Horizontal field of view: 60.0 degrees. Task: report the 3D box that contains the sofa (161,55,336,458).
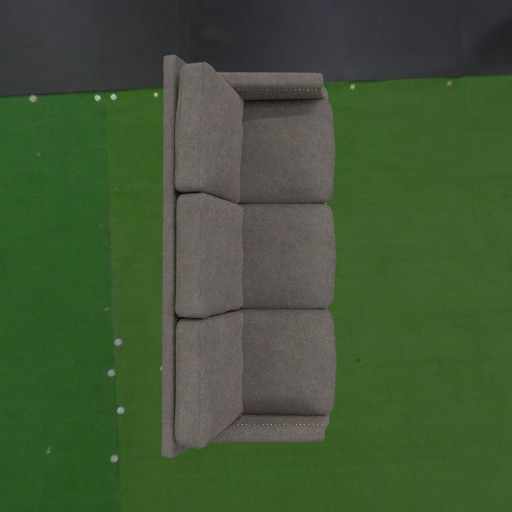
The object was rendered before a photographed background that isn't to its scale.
[{"bbox_3d":[0.000,0.000,2.798,1.034,1.042,2.226,0,89,-1],"label":"sofa"}]
